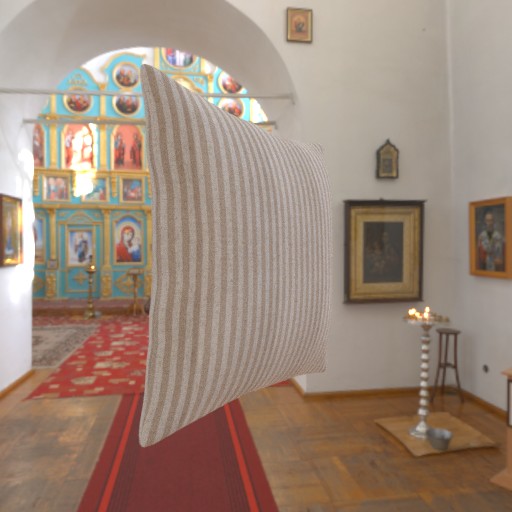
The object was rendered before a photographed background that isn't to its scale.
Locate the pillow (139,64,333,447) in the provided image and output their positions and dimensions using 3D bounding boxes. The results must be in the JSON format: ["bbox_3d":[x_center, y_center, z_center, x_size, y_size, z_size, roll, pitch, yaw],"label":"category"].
[{"bbox_3d":[0.000,0.000,0.788,0.166,0.510,0.523,0,-1,36],"label":"pillow"}]
